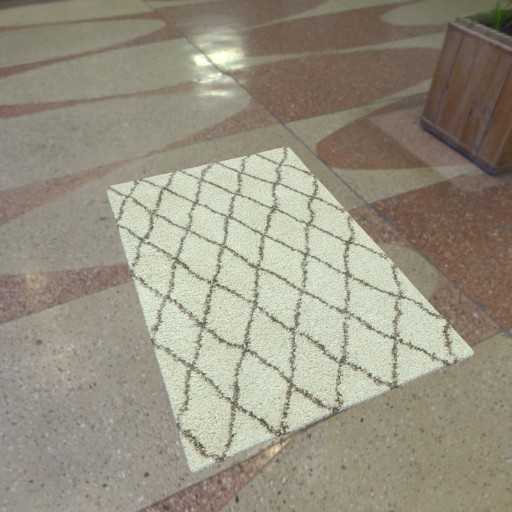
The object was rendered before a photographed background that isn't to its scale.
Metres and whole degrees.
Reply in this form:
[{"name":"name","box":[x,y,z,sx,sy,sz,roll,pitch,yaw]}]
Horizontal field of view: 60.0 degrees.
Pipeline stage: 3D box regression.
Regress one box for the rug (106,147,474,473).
[{"name":"rug","box":[0.000,0.000,2.249,1.219,0.030,1.778,-16,47,-16]}]
